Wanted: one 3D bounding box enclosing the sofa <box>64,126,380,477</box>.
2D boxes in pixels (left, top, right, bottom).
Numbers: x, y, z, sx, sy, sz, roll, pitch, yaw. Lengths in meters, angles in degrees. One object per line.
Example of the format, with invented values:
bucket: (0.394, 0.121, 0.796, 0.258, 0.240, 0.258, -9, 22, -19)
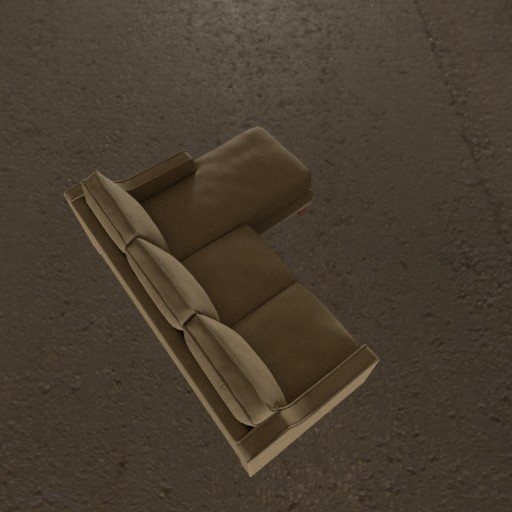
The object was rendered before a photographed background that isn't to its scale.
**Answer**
sofa: (0.000, 0.000, 3.366, 1.858, 1.066, 2.317, -33, 64, -19)
